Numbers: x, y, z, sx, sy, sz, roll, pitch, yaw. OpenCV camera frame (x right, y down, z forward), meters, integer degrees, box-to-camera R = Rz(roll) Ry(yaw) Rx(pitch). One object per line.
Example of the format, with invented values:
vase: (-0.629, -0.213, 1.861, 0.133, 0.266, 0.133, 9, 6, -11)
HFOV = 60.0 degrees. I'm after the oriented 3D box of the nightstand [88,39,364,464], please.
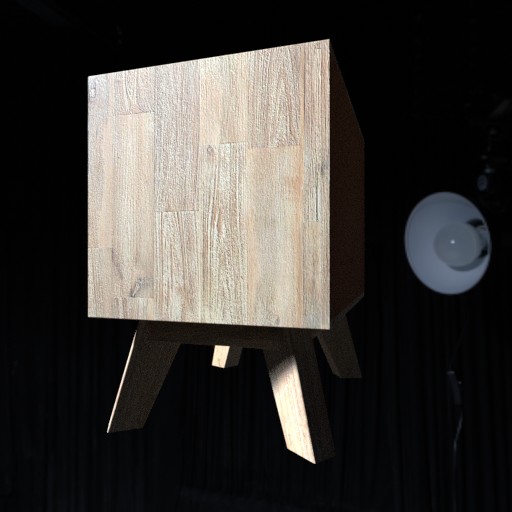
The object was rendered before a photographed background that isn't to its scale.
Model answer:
nightstand: (0.000, 0.000, 0.926, 0.396, 0.589, 0.552, 0, 0, 18)
